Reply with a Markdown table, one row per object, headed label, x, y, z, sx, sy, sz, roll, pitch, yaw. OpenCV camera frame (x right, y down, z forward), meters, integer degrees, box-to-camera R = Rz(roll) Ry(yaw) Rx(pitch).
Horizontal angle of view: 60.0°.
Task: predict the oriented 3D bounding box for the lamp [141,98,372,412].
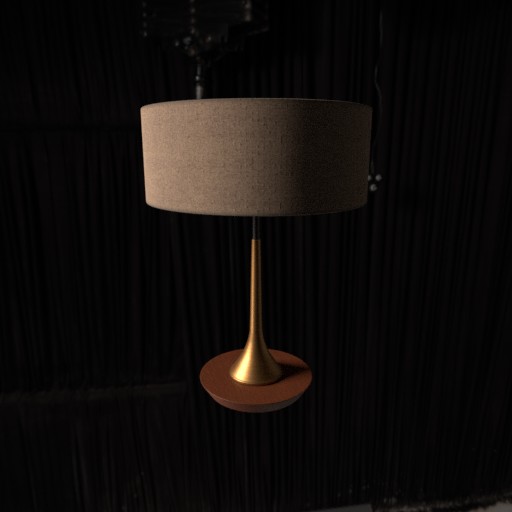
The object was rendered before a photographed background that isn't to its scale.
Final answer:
| label | x | y | z | sx | sy | sz | roll | pitch | yaw |
| --- | --- | --- | --- | --- | --- | --- | --- | --- | --- |
| lamp | 0.000 | 0.000 | 0.848 | 0.396 | 0.551 | 0.417 | -2 | 14 | -10 |
